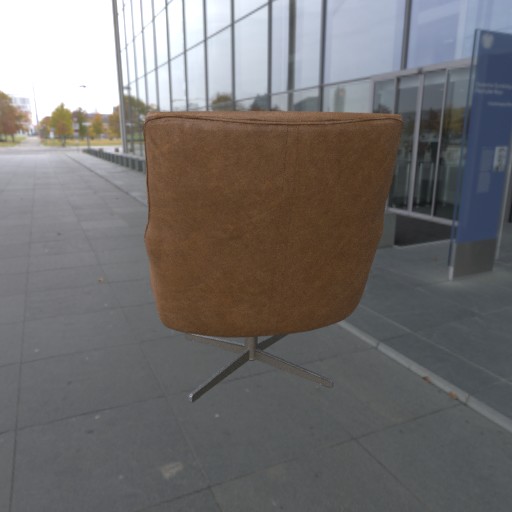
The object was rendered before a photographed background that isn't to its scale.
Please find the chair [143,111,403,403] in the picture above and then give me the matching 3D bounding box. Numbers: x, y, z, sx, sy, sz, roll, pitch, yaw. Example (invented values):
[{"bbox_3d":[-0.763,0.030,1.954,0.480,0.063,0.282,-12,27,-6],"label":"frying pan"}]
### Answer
[{"bbox_3d":[0.000,0.000,1.465,0.729,0.869,0.874,-3,15,-10],"label":"chair"}]
